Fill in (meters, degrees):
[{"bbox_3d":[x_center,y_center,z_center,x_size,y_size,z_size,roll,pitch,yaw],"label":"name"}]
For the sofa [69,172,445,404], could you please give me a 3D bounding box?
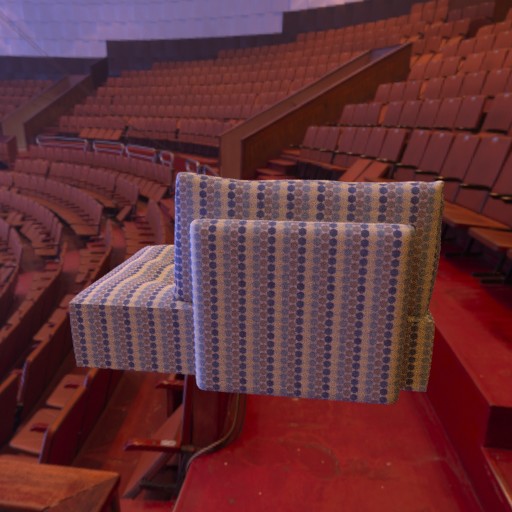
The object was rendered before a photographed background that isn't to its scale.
[{"bbox_3d":[0.000,0.000,2.039,1.450,0.820,1.000,2,16,7],"label":"sofa"}]
